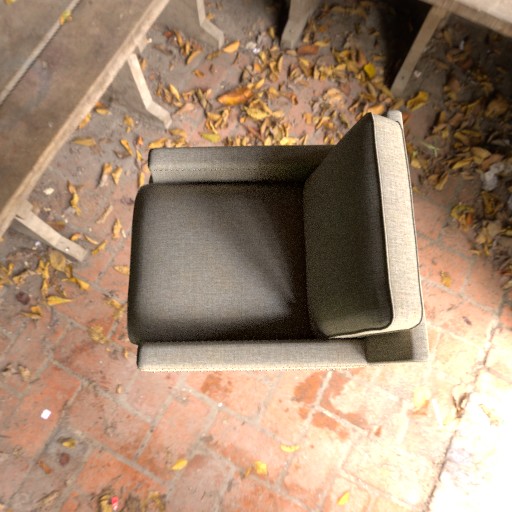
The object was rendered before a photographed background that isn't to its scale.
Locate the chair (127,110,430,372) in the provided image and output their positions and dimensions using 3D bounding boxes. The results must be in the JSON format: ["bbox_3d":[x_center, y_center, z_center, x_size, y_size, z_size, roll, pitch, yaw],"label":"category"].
[{"bbox_3d":[0.000,0.000,1.721,1.014,0.943,0.853,-1,74,0],"label":"chair"}]
